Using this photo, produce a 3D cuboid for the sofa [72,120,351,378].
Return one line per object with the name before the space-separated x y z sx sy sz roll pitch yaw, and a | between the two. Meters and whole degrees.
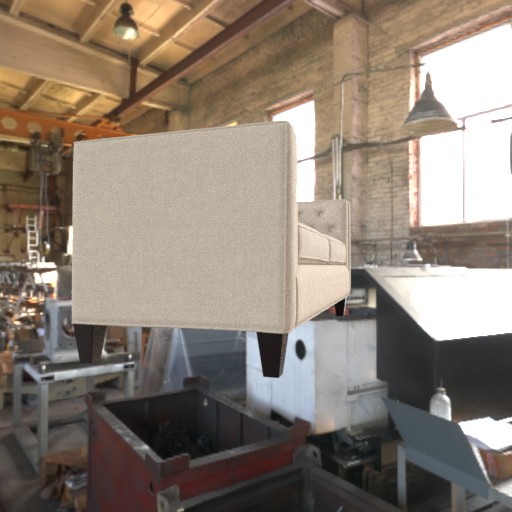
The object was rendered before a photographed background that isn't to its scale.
sofa | 0.000 0.000 2.241 0.775 0.762 1.778 0 -1 18
